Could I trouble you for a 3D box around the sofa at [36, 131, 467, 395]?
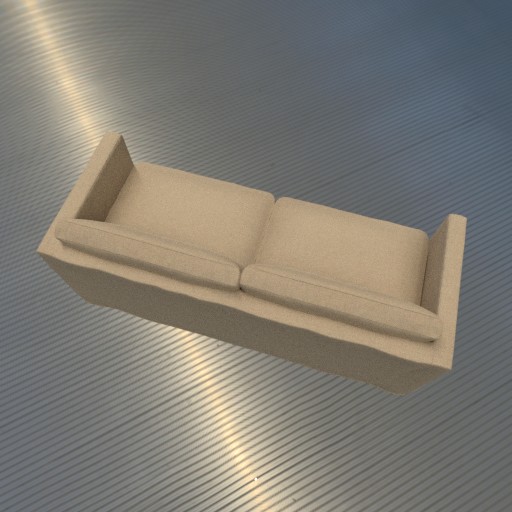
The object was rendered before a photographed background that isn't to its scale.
[{"bbox_3d":[0.000,0.000,2.764,2.312,0.853,0.962,15,64,7],"label":"sofa"}]
